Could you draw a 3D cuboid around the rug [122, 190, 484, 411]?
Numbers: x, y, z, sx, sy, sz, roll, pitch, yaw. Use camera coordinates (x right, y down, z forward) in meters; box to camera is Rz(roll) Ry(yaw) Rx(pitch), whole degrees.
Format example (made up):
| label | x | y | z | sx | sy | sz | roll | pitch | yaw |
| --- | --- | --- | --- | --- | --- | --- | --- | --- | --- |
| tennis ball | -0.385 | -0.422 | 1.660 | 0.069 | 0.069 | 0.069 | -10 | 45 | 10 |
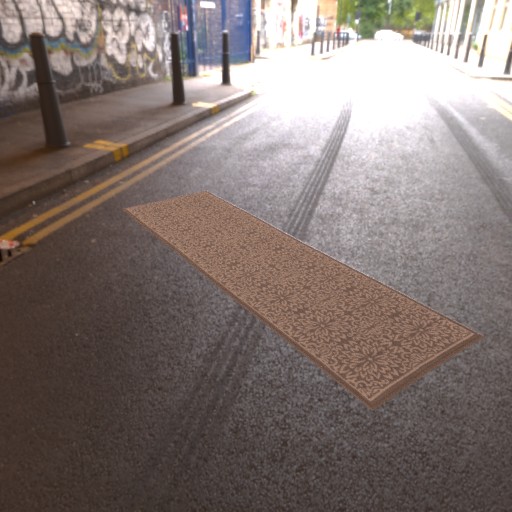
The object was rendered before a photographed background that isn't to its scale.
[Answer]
| label | x | y | z | sx | sy | sz | roll | pitch | yaw |
| --- | --- | --- | --- | --- | --- | --- | --- | --- | --- |
| rug | 0.000 | 0.000 | 2.384 | 0.662 | 0.011 | 2.196 | -18 | 32 | -31 |
